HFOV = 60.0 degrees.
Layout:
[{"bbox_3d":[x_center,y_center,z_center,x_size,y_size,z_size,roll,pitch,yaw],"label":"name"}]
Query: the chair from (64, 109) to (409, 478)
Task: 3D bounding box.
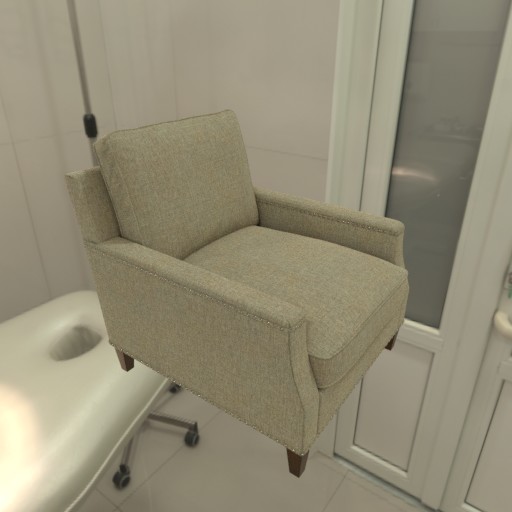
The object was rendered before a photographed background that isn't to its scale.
[{"bbox_3d":[0.000,0.000,1.689,1.014,0.943,0.853,18,32,32],"label":"chair"}]
